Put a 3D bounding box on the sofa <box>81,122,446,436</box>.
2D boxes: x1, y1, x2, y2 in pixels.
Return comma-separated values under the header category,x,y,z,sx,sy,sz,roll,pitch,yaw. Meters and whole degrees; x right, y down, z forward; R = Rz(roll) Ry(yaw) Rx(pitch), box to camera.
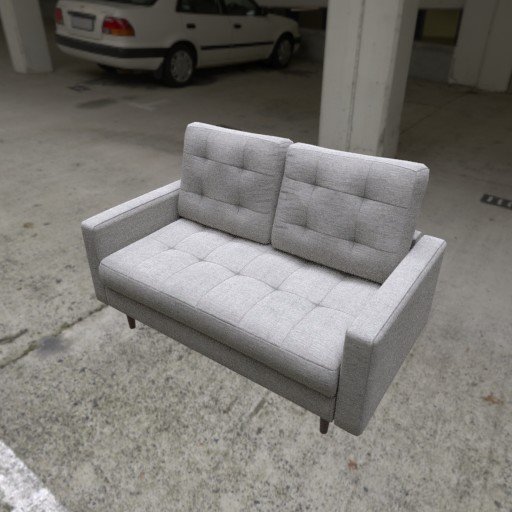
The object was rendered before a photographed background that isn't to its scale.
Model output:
category,x,y,z,sx,sy,sz,roll,pitch,yaw
sofa,0.000,0.000,1.973,1.407,0.907,0.842,19,35,30
